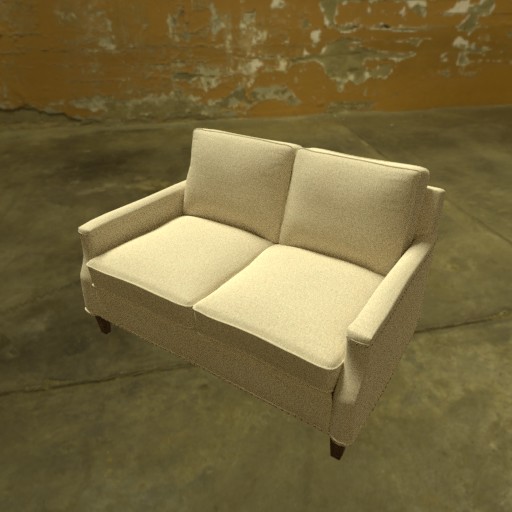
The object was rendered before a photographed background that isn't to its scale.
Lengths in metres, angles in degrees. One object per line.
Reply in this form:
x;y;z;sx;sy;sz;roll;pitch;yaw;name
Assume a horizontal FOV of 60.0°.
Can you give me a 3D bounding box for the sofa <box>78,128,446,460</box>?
0.000;0.000;2.291;1.597;1.003;1.084;18;35;29;sofa
